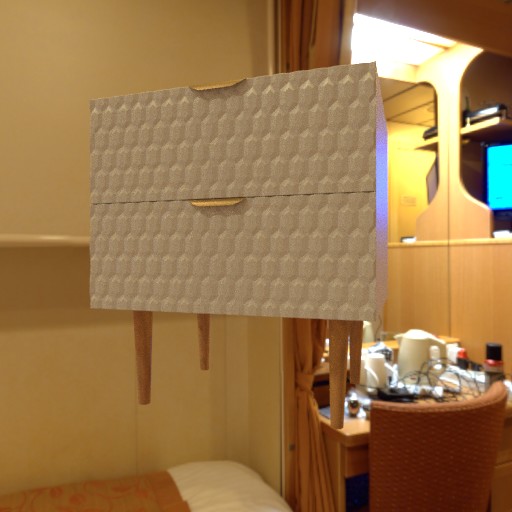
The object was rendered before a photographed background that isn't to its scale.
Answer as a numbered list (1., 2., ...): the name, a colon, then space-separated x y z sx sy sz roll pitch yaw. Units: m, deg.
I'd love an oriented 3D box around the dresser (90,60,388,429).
1. dresser: 0.000 0.000 0.911 0.503 0.568 0.414 0 0 19
